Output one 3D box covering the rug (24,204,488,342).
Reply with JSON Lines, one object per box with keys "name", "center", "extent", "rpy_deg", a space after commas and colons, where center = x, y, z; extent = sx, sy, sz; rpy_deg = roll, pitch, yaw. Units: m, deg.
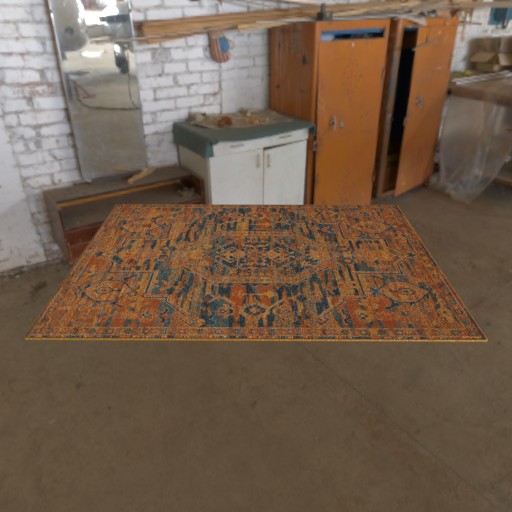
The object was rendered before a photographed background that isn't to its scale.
{"name": "rug", "center": [0.000, 0.000, 2.784], "extent": [2.204, 0.024, 1.588], "rpy_deg": [0, 30, 0]}
